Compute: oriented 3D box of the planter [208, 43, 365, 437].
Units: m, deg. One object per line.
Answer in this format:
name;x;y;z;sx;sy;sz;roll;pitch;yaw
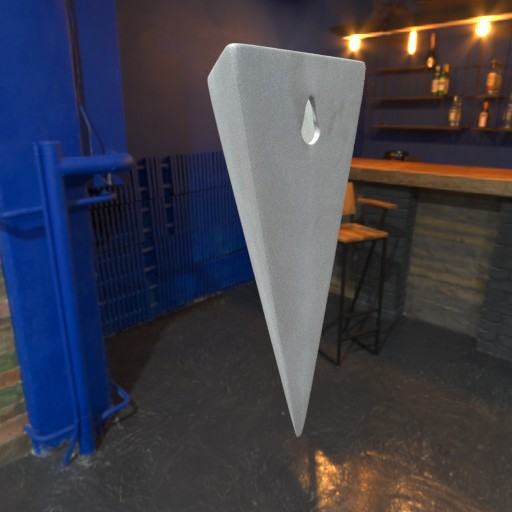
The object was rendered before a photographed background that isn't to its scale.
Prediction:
planter;0.000;0.000;0.160;0.058;0.130;0.047;-16;24;-42
